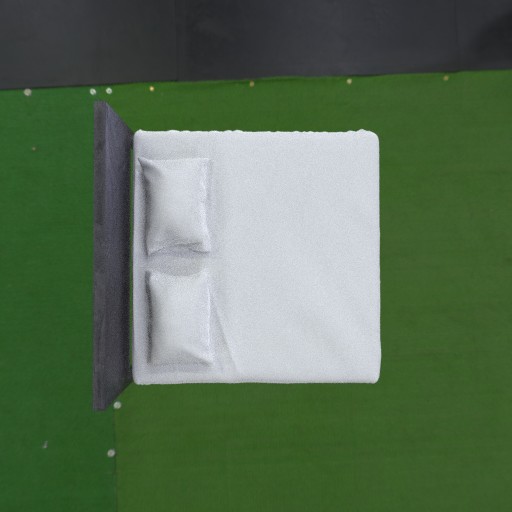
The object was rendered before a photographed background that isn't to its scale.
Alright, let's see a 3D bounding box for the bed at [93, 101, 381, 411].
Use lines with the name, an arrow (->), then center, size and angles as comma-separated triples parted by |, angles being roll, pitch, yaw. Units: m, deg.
bed -> 0.000, 0.000, 3.465 | 2.165, 1.158, 2.255 | 0, 89, -1
